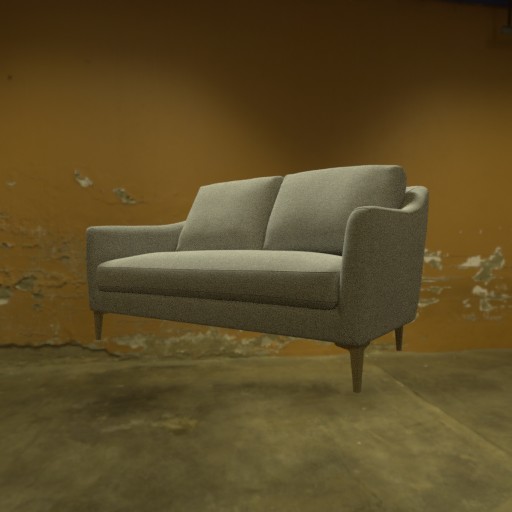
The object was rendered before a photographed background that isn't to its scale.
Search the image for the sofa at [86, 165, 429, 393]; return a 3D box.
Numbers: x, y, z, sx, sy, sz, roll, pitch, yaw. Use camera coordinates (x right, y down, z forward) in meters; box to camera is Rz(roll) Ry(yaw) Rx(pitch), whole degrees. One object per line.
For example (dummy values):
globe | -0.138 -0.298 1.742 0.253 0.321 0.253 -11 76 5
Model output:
sofa | 0.000 0.000 2.254 1.619 0.904 0.960 0 0 38
